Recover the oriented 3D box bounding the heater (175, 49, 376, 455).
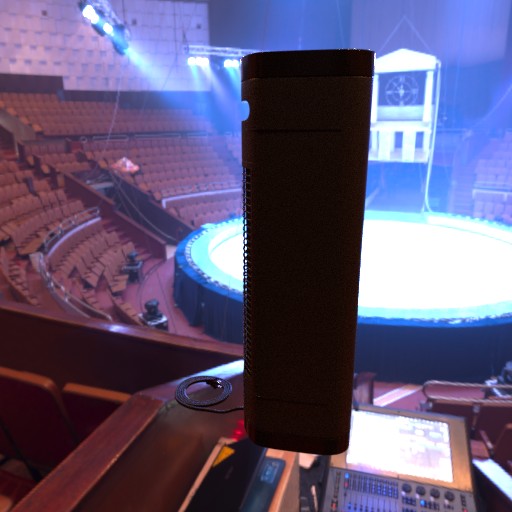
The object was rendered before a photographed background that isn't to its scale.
[{"bbox_3d":[0.000,0.000,0.681,0.312,0.552,0.174,3,16,10],"label":"heater"}]
